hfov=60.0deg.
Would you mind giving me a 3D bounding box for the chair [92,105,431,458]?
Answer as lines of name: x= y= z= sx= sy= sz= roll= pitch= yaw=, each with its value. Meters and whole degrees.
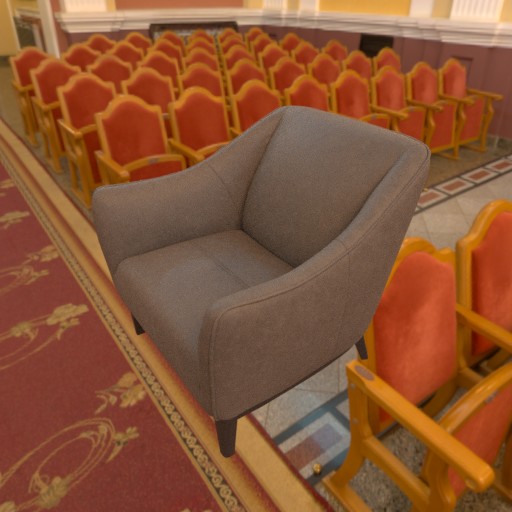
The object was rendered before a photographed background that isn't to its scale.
chair: x=0.000 y=0.000 z=1.546 sx=0.852 sy=0.830 sz=0.871 roll=-20 pitch=37 yaw=-29
